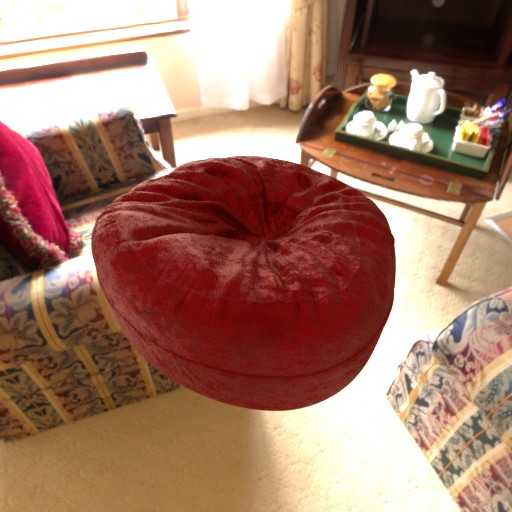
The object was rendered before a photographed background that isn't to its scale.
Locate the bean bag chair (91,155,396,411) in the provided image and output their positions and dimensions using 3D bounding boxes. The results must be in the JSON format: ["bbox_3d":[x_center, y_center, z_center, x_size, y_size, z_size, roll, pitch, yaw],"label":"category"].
[{"bbox_3d":[0.000,0.000,2.413,1.524,0.878,1.524,23,50,21],"label":"bean bag chair"}]
